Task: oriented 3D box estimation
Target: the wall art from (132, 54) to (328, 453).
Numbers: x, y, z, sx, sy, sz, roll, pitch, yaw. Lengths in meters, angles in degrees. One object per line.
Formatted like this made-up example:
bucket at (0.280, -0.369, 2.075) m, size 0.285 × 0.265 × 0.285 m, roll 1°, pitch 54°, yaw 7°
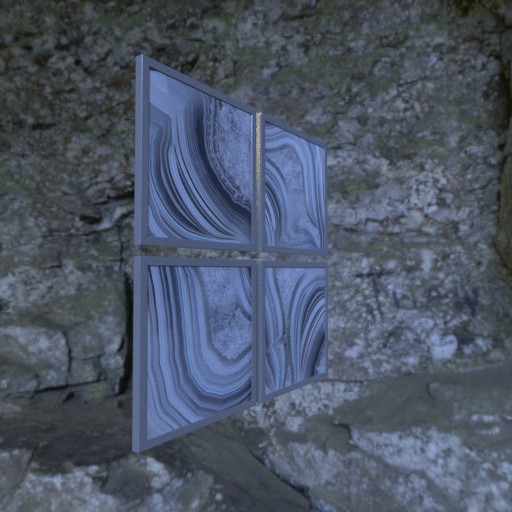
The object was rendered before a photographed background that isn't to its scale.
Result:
wall art at (0.000, 0.000, 1.697) m, size 0.029 × 1.118 × 1.118 m, roll -1°, pitch -2°, yaw 37°
